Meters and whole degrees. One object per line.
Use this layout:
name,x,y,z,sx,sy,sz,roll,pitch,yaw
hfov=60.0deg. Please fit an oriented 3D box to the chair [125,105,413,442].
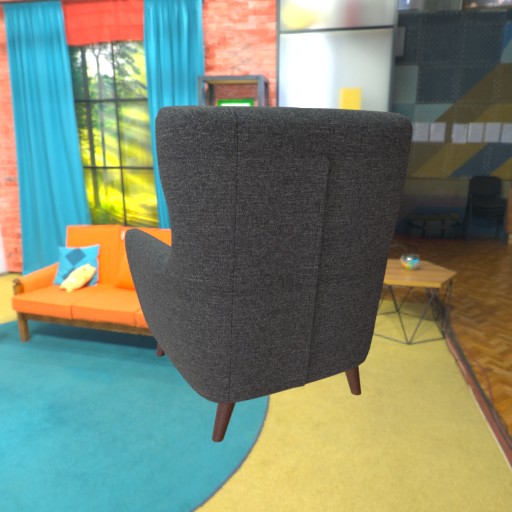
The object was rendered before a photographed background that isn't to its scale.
chair,0.000,0.000,1.738,0.878,1.063,0.904,-8,17,-27
